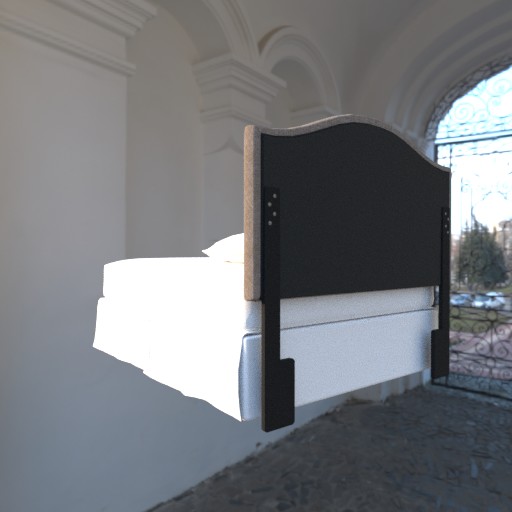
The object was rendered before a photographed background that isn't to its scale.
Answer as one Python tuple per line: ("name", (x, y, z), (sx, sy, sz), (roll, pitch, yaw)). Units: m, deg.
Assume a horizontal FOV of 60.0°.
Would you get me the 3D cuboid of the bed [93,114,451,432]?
("bed", (0.000, 0.000, 3.243), (1.713, 1.518, 2.153), (0, 1, -37))
